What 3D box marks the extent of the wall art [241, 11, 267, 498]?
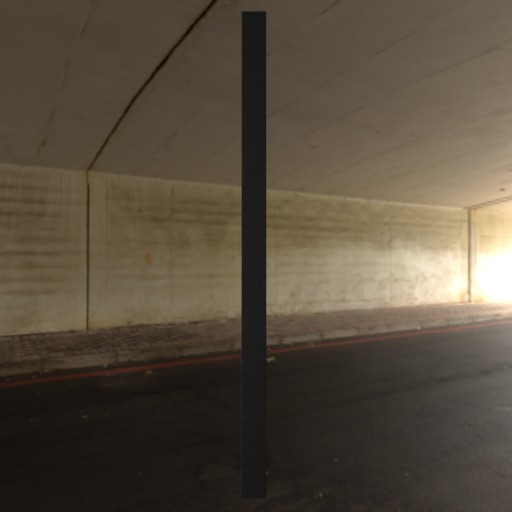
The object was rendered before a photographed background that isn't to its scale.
[{"bbox_3d":[0.000,0.000,0.737,0.029,0.559,0.457,0,-1,1],"label":"wall art"}]
